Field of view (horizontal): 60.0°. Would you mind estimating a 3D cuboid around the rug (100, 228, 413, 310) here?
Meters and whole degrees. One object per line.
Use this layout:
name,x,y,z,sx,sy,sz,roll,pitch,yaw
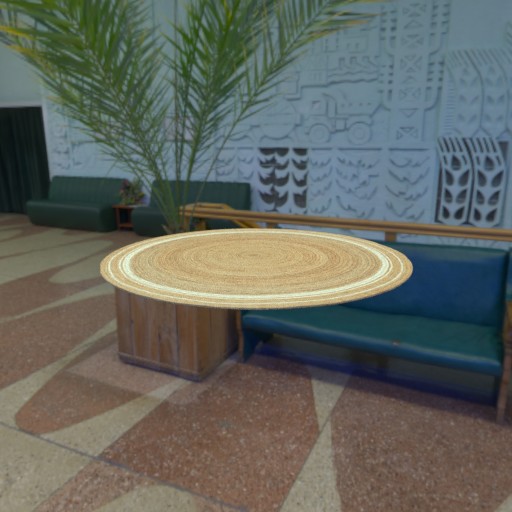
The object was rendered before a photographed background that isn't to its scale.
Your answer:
rug,0.000,0.000,3.657,2.444,0.015,2.444,0,14,0
